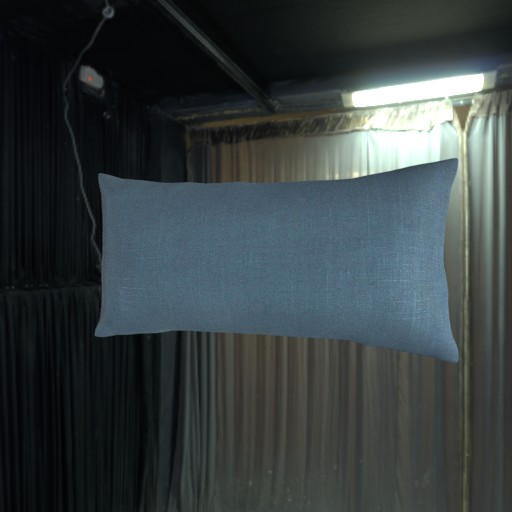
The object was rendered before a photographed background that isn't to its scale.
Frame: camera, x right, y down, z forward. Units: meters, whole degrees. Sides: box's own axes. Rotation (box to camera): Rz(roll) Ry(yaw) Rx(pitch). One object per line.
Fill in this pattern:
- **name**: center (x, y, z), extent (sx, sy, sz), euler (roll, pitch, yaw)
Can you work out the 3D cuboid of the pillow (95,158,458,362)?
- **pillow**: center (0.000, 0.000, 0.726), extent (0.609, 0.305, 0.151), euler (0, 0, 17)
